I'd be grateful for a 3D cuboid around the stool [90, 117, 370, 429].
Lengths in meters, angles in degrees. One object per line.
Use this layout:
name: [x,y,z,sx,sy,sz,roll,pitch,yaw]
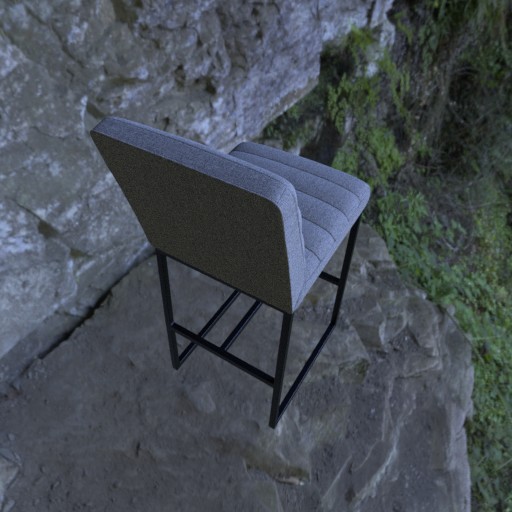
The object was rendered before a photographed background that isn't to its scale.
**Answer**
stool: [0.000,0.000,1.336,0.459,1.034,0.571,24,51,21]
